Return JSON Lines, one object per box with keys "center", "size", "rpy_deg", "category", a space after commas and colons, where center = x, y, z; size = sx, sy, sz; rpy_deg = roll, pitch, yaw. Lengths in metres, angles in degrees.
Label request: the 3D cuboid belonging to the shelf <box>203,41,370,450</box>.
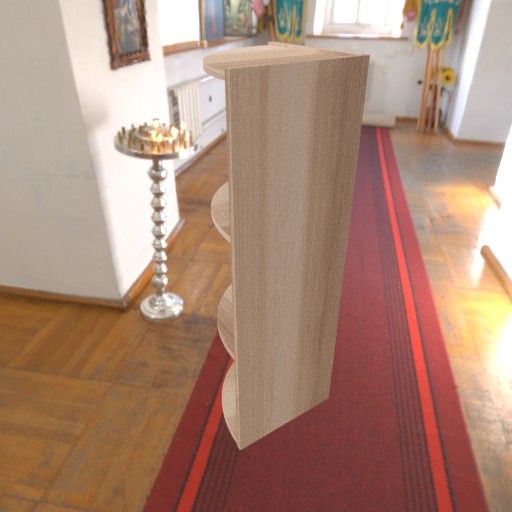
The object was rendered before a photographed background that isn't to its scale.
{"center": [0.000, 0.000, 1.038], "size": [0.290, 0.872, 0.290], "rpy_deg": [-19, 36, -29], "category": "shelf"}
